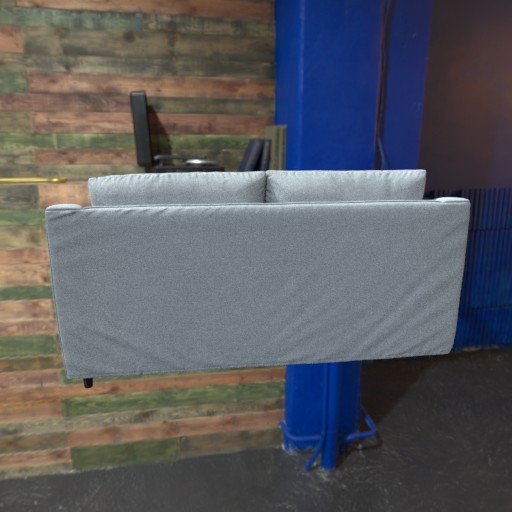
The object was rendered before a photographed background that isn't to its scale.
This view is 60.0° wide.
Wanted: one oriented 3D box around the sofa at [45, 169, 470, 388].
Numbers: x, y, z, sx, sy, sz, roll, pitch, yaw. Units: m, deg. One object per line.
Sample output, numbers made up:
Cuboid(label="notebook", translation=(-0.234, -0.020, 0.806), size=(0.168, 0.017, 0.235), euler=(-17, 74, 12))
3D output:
Cuboid(label="sofa", translation=(0.000, 0.000, 2.606), size=(2.010, 1.018, 1.072), euler=(-2, 14, -9))
